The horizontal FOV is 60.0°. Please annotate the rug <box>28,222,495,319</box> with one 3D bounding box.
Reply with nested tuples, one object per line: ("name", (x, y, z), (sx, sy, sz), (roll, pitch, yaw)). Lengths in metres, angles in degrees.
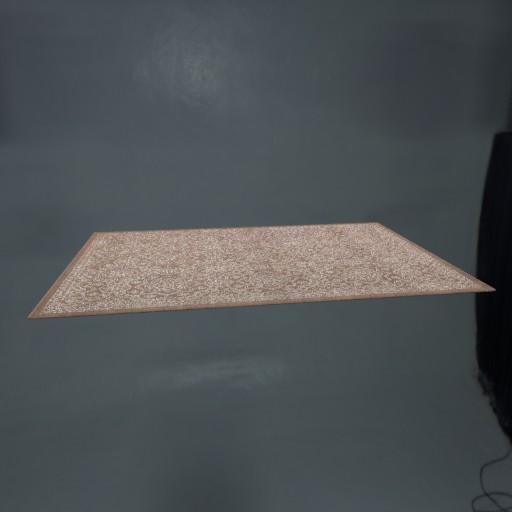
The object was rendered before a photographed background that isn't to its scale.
("rug", (0.000, 0.000, 2.847), (2.286, 0.011, 1.524), (-3, 18, -8))
